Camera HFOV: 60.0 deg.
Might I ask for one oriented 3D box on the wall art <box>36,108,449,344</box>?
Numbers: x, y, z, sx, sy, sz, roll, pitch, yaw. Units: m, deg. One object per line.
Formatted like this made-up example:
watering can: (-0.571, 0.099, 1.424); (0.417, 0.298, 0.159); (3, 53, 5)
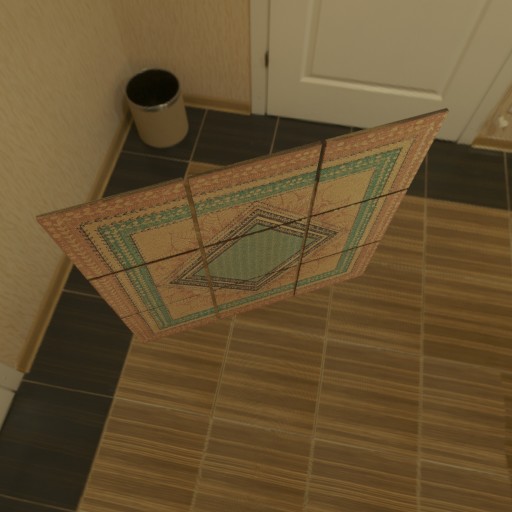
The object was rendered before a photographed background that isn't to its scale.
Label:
wall art: (0.000, 0.000, 1.789); (1.215, 1.213, 0.013); (-16, 65, -8)
